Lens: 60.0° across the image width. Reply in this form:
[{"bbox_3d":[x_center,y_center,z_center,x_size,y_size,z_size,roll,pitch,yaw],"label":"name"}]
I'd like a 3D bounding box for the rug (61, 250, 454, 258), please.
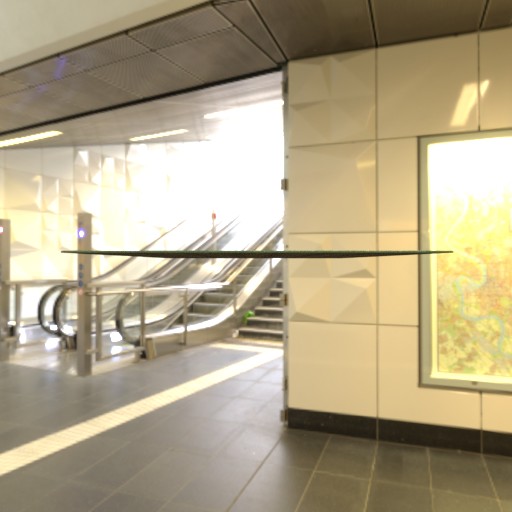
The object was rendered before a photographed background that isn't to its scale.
[{"bbox_3d":[0.000,0.000,2.978,1.622,0.009,2.373,0,-1,0],"label":"rug"}]
